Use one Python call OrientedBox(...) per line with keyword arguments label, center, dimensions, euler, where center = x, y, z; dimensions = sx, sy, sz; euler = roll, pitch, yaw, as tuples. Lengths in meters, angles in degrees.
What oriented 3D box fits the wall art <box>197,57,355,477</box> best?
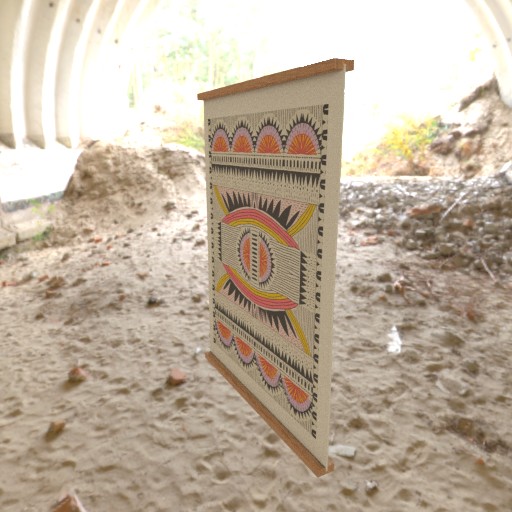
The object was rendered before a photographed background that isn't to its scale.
OrientedBox(label="wall art", center=(0.000, 0.000, 0.712), dimensions=(0.028, 0.527, 0.403), euler=(-8, 16, -28))
